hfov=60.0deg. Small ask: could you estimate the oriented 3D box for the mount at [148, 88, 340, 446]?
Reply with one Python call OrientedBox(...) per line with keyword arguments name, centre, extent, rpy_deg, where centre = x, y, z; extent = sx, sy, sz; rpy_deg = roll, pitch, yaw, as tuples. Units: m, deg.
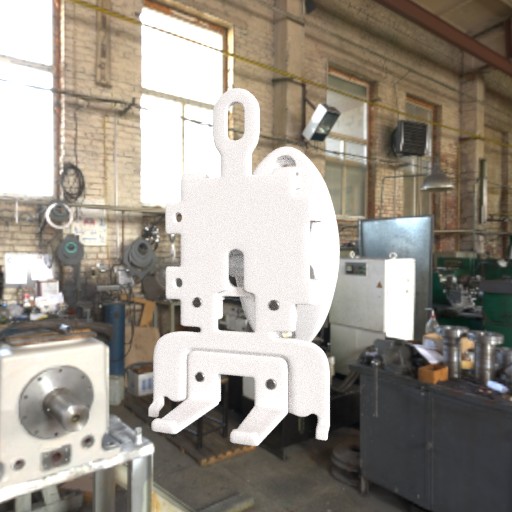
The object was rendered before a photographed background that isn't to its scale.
OrientedBox(name="mount", centre=(0.000, 0.000, 0.177), extent=(0.066, 0.118, 0.100), rpy_deg=(0, 0, 19))
